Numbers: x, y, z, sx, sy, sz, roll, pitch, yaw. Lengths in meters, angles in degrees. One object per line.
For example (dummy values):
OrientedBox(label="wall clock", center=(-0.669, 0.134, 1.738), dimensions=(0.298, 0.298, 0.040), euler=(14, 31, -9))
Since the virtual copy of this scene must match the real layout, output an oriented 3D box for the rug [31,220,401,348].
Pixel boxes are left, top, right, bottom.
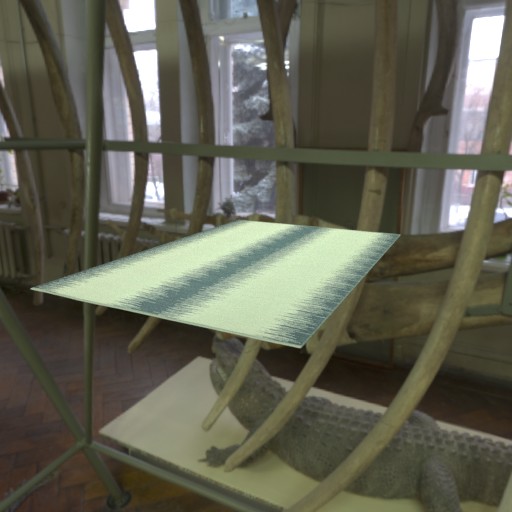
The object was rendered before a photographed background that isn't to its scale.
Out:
OrientedBox(label="rug", center=(0.000, 0.000, 2.420), dimensions=(1.234, 0.006, 1.854), euler=(7, 17, 26))
